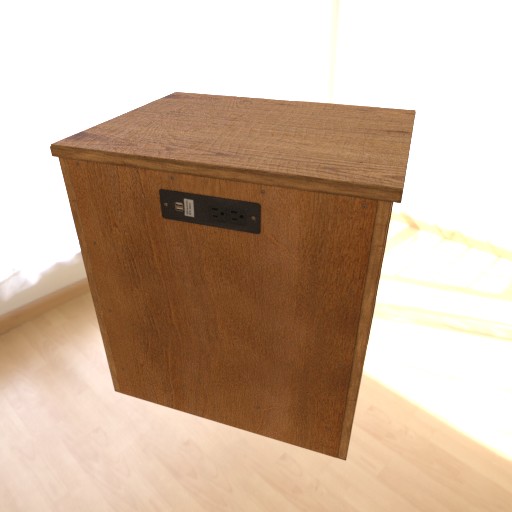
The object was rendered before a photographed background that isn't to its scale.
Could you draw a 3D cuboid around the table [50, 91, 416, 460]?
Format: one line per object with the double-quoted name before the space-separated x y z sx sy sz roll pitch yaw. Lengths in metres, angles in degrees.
"table" 0.000 0.000 1.055 0.601 0.625 0.494 10 33 16
